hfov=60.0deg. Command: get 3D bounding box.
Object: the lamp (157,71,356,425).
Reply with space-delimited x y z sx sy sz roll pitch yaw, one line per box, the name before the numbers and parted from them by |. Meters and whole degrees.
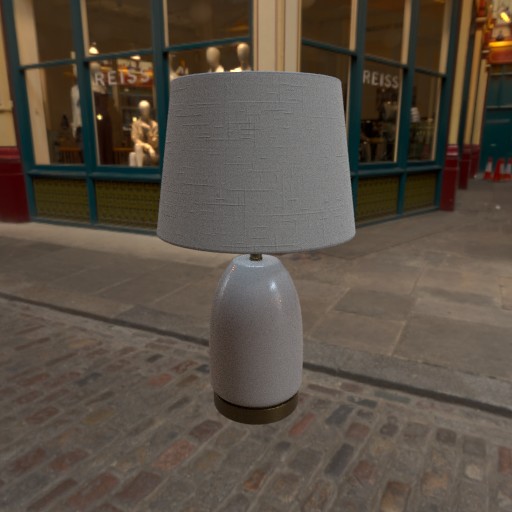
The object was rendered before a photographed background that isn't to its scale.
lamp | 0.000 0.000 0.661 0.285 0.483 0.285 0 15 0
